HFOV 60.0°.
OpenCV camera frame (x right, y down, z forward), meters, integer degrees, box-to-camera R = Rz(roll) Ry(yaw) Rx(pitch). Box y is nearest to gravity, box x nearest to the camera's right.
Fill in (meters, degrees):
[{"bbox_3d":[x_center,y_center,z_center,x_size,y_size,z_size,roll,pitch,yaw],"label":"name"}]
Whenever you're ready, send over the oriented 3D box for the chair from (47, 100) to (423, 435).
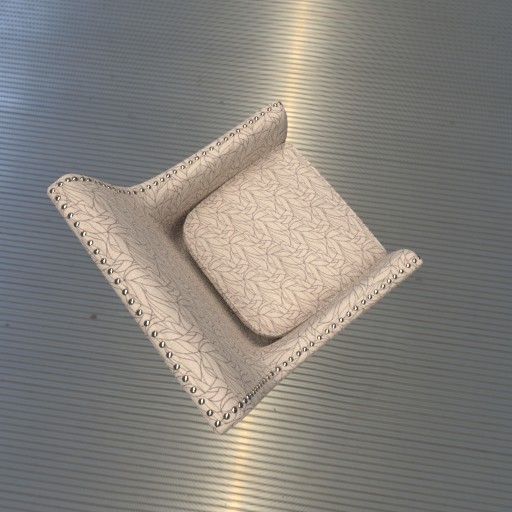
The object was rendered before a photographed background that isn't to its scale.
[{"bbox_3d":[0.000,0.000,1.278,0.651,0.816,0.623,-37,78,-9],"label":"chair"}]
